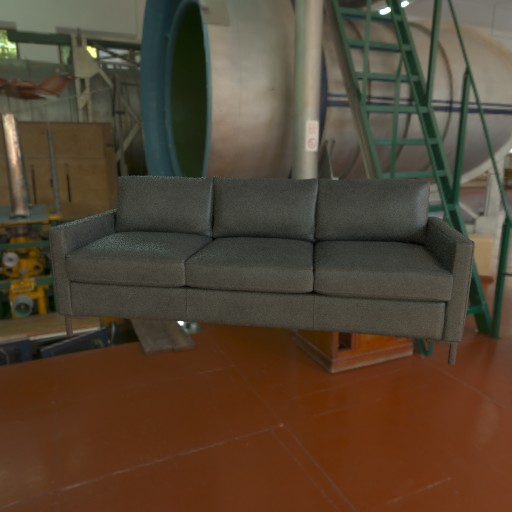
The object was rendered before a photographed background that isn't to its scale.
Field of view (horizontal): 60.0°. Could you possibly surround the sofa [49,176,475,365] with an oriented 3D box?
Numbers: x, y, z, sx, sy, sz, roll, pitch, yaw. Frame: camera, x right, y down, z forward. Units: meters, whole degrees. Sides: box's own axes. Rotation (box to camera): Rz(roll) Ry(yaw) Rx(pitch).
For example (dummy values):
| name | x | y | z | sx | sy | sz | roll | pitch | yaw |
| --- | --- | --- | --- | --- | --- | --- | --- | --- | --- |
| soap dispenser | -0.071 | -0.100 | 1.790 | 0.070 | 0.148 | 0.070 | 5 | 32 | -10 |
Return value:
| name | x | y | z | sx | sy | sz | roll | pitch | yaw |
| --- | --- | --- | --- | --- | --- | --- | --- | --- | --- |
| sofa | 0.000 | 0.000 | 2.386 | 2.029 | 0.805 | 0.748 | 2 | 14 | 9 |
